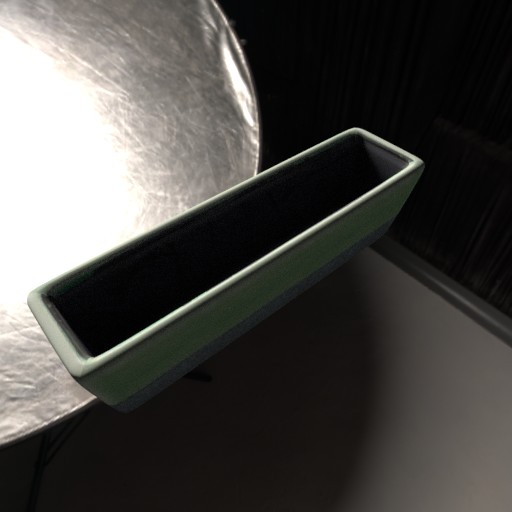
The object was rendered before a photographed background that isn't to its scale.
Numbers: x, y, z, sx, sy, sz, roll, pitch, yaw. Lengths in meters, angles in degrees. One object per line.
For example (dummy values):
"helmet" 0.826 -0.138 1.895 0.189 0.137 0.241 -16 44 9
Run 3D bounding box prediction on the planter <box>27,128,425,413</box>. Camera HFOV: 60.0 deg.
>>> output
"planter" 0.000 0.000 0.308 0.275 0.072 0.072 -31 54 -27
